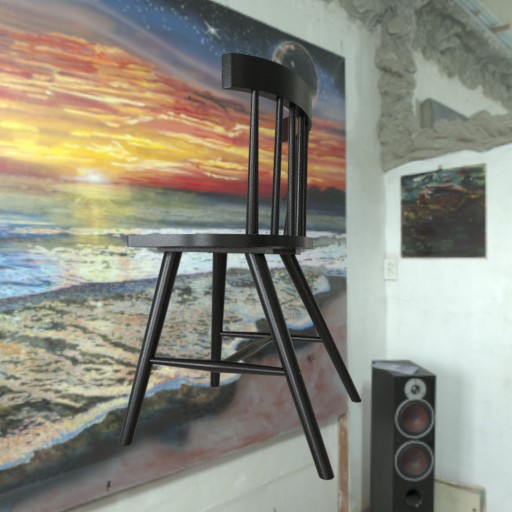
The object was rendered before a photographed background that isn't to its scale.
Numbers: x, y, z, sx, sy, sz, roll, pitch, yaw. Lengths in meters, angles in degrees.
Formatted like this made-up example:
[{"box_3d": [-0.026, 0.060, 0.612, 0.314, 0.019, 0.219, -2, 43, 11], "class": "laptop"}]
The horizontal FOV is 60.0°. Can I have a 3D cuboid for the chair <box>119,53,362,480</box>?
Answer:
[{"box_3d": [0.000, 0.000, 1.146, 0.483, 0.844, 0.506, 0, 0, 19], "class": "chair"}]
